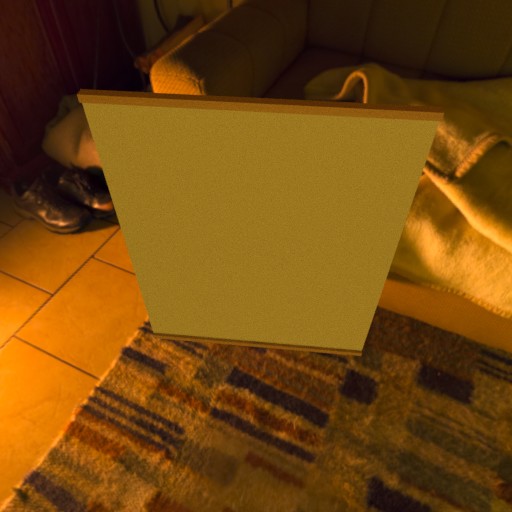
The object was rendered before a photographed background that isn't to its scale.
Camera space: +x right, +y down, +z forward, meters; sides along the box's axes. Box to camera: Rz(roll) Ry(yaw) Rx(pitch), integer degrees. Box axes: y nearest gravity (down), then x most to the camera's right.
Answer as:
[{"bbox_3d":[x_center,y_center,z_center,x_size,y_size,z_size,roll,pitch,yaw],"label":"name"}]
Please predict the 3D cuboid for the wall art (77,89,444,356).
[{"bbox_3d":[0.000,0.000,0.677,0.405,0.508,0.012,4,48,4],"label":"wall art"}]
